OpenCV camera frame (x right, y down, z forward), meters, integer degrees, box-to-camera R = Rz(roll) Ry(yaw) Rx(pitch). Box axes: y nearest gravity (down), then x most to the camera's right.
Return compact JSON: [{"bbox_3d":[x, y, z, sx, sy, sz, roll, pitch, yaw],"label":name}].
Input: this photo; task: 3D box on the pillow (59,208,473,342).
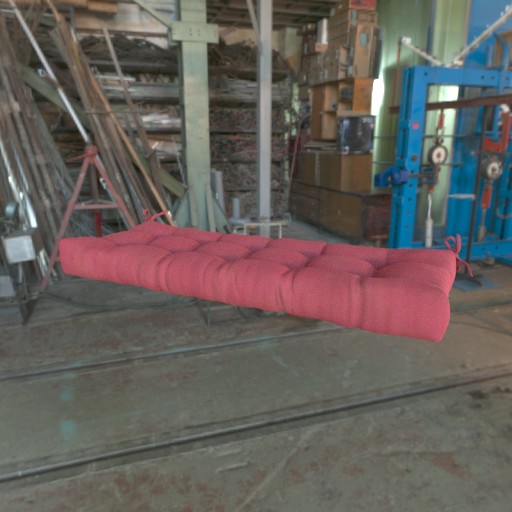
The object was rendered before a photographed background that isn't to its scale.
[{"bbox_3d":[0.000,0.000,1.348,1.194,0.174,0.511,7,17,25],"label":"pillow"}]
